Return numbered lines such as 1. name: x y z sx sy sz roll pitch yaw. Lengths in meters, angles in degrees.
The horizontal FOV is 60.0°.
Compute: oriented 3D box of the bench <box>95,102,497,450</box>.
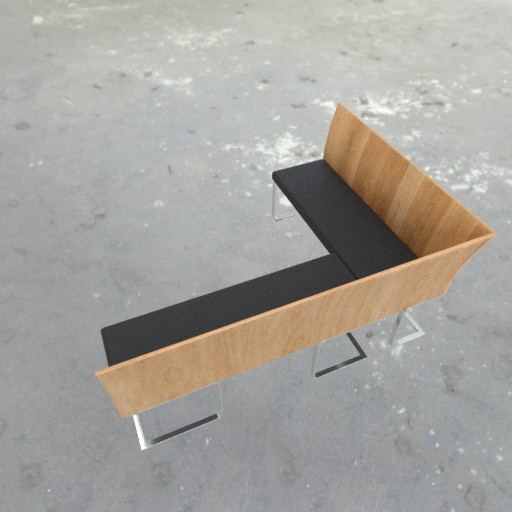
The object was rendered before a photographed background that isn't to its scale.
1. bench: 0.000 0.000 2.725 1.945 0.930 1.495 -17 48 -16
